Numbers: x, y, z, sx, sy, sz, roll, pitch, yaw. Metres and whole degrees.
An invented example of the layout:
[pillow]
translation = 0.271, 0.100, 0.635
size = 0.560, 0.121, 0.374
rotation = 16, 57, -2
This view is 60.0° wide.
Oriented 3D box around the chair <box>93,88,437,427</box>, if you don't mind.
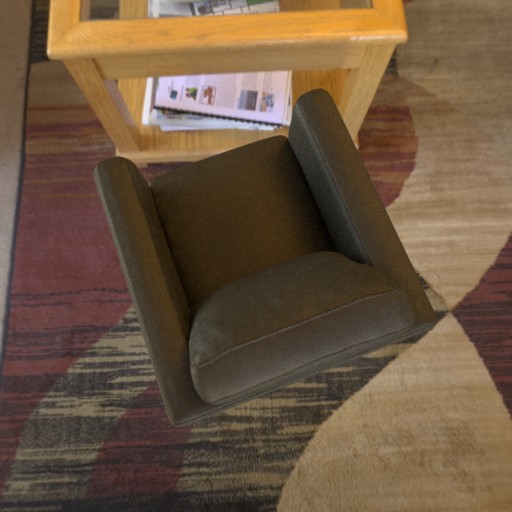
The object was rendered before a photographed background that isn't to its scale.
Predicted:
[chair]
translation = 0.000, 0.000, 1.566
size = 0.831, 0.898, 0.879
rotation = -20, 77, -5
